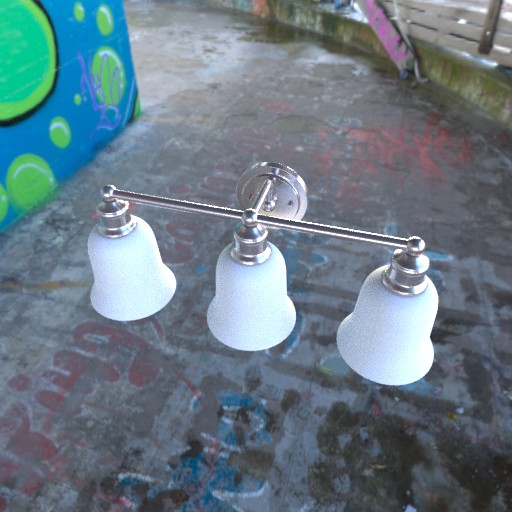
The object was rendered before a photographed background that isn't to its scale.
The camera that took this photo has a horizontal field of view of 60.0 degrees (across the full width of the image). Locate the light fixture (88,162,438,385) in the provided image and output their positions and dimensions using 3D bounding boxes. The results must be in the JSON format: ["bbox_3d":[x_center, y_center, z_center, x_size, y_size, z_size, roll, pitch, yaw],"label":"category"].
[{"bbox_3d":[0.000,0.000,0.673,0.570,0.211,0.198,11,43,12],"label":"light fixture"}]
